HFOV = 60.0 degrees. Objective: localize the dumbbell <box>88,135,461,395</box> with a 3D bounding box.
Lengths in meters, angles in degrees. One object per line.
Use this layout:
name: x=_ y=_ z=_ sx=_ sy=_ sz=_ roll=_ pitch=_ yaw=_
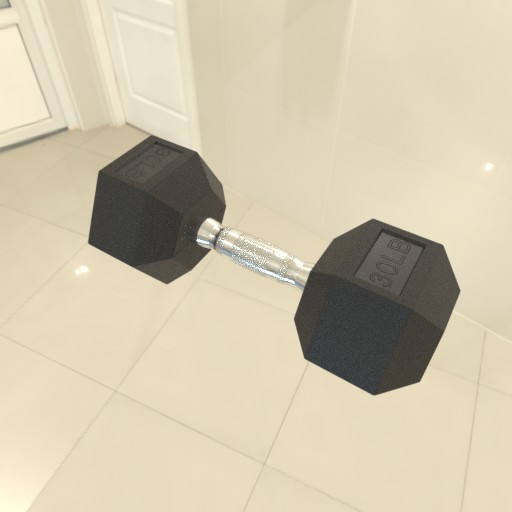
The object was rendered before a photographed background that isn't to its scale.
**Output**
dumbbell: x=0.000 y=0.000 z=0.409 sx=0.337 sy=0.123 sz=0.142 roll=25 pitch=51 yaw=21
